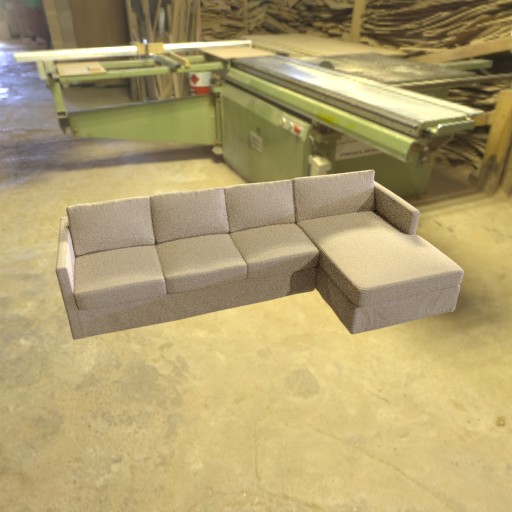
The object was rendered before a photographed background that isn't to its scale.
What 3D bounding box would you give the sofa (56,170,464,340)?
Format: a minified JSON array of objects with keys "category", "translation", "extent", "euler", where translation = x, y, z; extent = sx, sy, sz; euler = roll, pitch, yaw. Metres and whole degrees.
[{"category":"sofa","translation":[0.000,0.000,3.902],"extent":[3.206,0.871,1.622],"euler":[-10,32,-16]}]
